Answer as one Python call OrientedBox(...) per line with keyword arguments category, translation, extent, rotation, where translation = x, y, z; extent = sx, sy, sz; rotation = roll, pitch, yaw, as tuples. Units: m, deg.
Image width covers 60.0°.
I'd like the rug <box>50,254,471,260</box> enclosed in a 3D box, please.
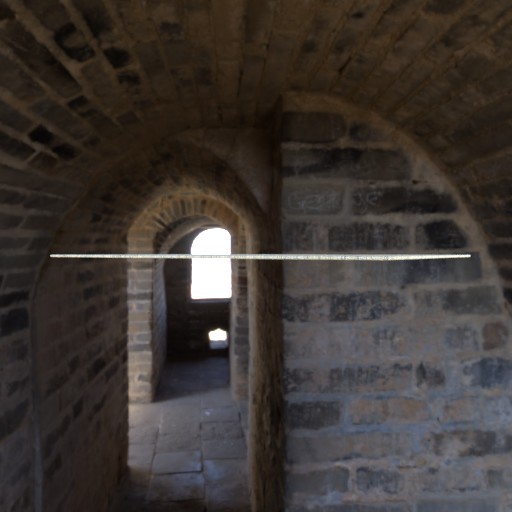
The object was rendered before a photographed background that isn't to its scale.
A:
OrientedBox(category="rug", translation=(0.000, 0.000, 2.855), extent=(2.263, 0.017, 1.523), rotation=(0, 0, 36))
